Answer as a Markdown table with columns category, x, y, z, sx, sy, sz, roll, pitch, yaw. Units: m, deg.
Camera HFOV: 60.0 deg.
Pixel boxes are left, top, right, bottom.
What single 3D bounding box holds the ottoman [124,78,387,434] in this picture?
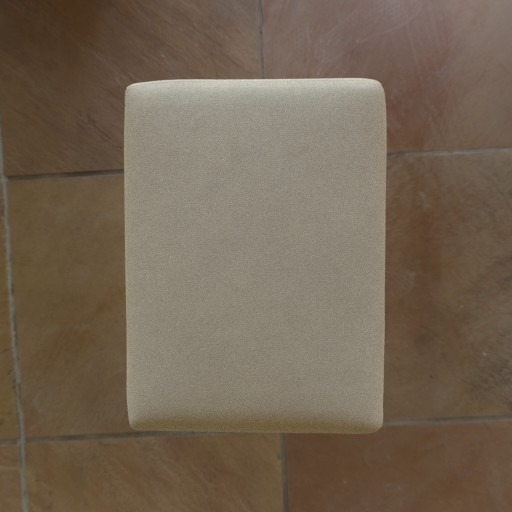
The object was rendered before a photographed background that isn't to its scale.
| category | x | y | z | sx | sy | sz | roll | pitch | yaw |
| --- | --- | --- | --- | --- | --- | --- | --- | --- | --- |
| ottoman | 0.000 | 0.000 | 1.142 | 0.569 | 0.504 | 0.773 | 0 | 92 | 1 |
